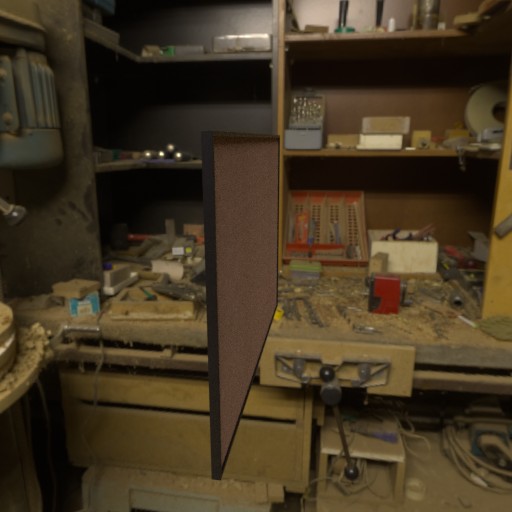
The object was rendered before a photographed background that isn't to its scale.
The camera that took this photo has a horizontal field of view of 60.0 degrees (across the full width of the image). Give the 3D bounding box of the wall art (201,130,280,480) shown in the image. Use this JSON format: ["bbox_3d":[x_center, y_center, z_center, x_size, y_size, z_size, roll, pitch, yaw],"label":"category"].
[{"bbox_3d":[0.000,0.000,1.243,0.019,0.660,0.957,2,15,9],"label":"wall art"}]
